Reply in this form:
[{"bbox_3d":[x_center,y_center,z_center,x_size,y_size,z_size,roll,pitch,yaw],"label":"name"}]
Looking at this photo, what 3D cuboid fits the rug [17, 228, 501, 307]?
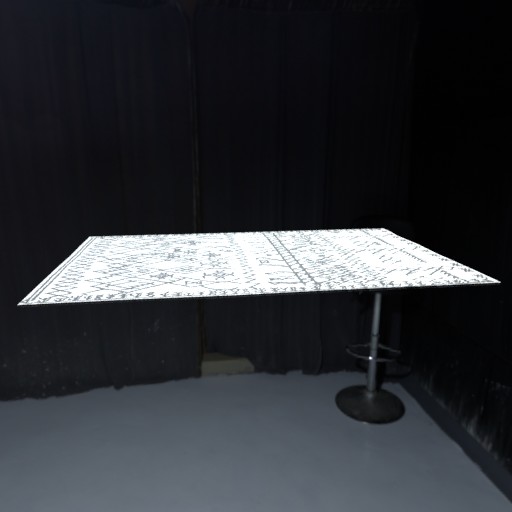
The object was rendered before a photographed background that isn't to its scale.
[{"bbox_3d":[0.000,0.000,2.941,2.444,0.012,1.530,-2,15,-8],"label":"rug"}]
